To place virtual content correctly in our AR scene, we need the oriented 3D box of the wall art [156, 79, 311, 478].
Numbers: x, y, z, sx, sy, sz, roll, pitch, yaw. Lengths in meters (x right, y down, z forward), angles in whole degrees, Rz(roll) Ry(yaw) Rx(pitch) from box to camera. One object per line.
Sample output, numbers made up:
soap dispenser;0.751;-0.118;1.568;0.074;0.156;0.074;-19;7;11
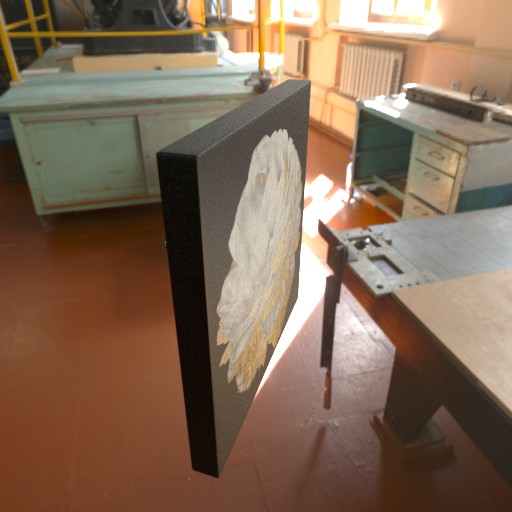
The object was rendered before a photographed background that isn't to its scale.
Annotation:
wall art;0.000;0.000;0.616;0.041;0.407;0.406;10;31;16
